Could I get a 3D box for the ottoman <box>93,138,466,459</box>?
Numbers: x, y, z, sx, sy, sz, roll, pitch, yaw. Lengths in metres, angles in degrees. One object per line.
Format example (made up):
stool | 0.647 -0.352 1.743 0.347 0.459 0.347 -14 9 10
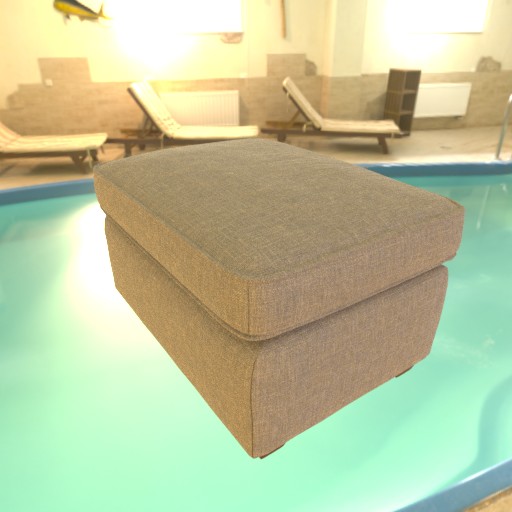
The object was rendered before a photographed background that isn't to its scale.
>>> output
ottoman | 0.000 0.000 1.099 0.559 0.457 0.762 -18 32 -31
